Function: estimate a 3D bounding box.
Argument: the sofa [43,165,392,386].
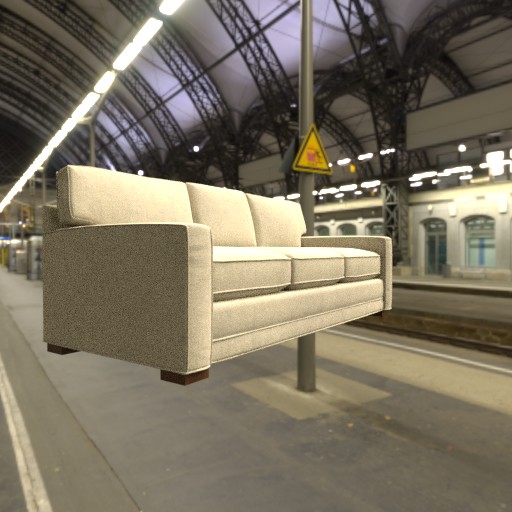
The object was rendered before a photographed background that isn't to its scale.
[{"bbox_3d":[0.000,0.000,2.604,0.936,0.862,2.093,1,1,36],"label":"sofa"}]
